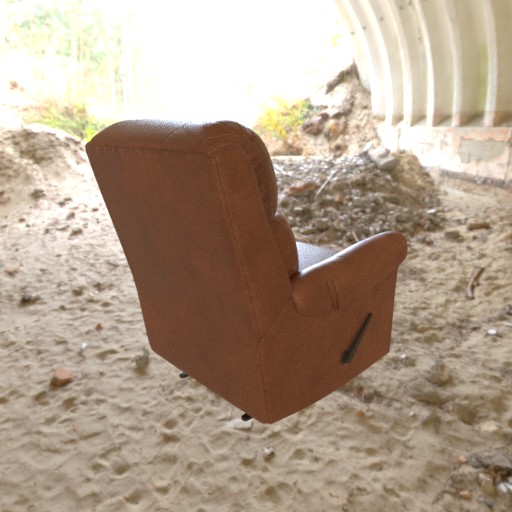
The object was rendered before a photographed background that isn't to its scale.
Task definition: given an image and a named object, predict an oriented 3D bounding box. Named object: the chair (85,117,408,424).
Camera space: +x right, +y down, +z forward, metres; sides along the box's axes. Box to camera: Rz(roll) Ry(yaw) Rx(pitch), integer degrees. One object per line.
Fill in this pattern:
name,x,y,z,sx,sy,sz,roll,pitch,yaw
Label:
chair,0.000,0.000,1.784,1.014,1.054,0.838,-15,22,-42
